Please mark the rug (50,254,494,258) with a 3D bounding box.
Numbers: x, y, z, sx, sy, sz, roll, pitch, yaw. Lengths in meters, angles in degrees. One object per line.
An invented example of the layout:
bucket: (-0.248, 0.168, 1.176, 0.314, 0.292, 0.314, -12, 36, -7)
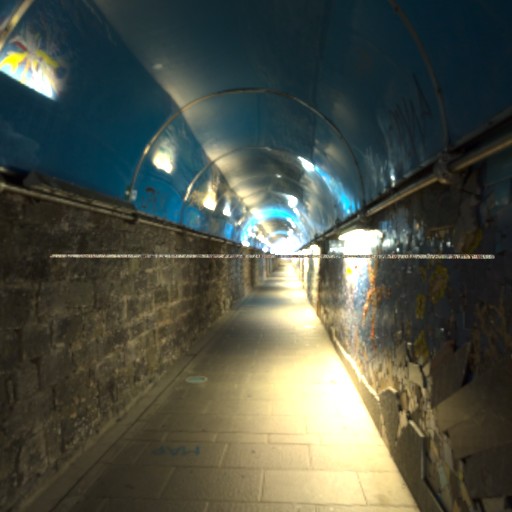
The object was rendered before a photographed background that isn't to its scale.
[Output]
rug: (0.000, 0.000, 2.498, 2.292, 0.015, 0.688, 0, 0, 20)
